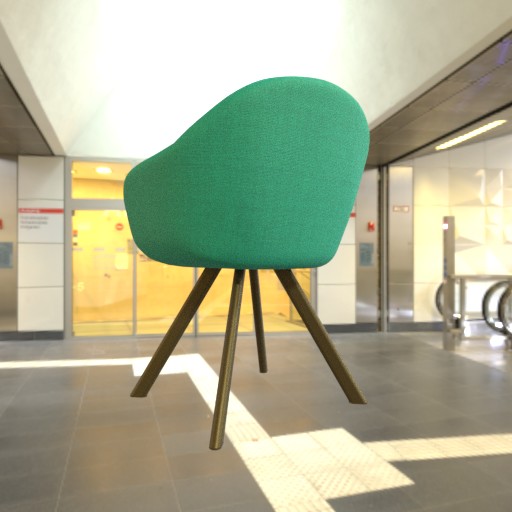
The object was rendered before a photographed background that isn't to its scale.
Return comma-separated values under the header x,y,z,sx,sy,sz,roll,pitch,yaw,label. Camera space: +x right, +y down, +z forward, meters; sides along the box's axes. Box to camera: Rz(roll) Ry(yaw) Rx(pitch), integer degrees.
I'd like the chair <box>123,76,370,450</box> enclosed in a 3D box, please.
x,y,z,sx,sy,sz,roll,pitch,yaw,label
0.000,0.000,1.195,0.590,0.795,0.550,0,0,-37,chair
